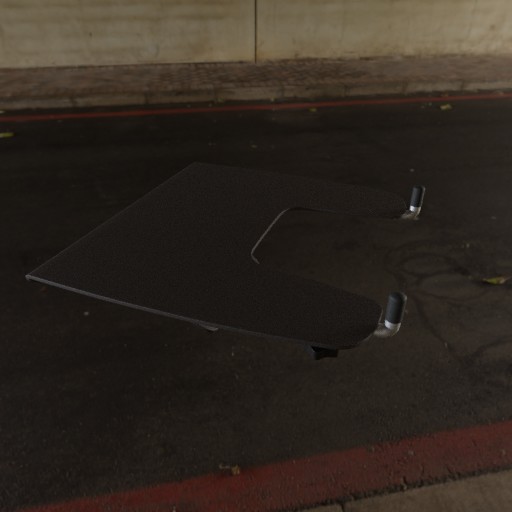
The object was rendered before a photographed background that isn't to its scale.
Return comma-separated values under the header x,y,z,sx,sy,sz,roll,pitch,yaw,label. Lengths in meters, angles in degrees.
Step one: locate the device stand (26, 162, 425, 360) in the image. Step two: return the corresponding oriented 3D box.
x,y,z,sx,sy,sz,roll,pitch,yaw,label
0.000,0.000,0.352,0.230,0.092,0.230,12,33,18,device stand
